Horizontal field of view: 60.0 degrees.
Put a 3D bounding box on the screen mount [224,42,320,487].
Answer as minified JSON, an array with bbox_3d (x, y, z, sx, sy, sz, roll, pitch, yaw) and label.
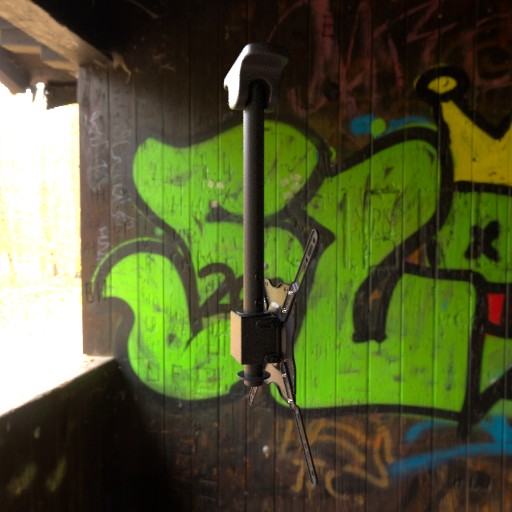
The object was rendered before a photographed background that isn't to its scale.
[{"bbox_3d":[0.000,0.000,0.864,0.090,0.729,0.393,-1,2,-17],"label":"screen mount"}]
